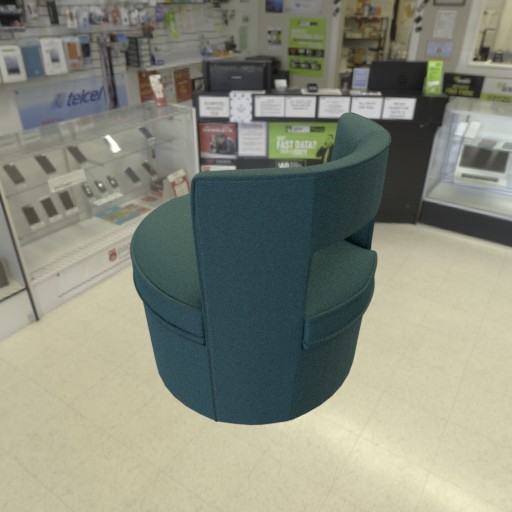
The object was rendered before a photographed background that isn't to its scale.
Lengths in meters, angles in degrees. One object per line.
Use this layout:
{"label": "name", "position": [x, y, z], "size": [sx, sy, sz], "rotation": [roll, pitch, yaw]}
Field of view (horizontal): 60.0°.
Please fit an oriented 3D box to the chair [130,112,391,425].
{"label": "chair", "position": [0.000, 0.000, 1.246], "size": [0.660, 0.711, 0.684], "rotation": [20, 36, 31]}
